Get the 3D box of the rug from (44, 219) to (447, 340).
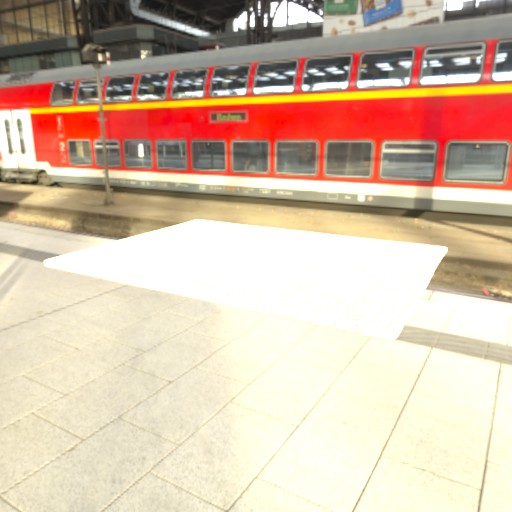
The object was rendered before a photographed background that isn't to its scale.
[{"bbox_3d":[0.000,0.000,2.163,1.600,0.027,1.200,8,17,28],"label":"rug"}]
